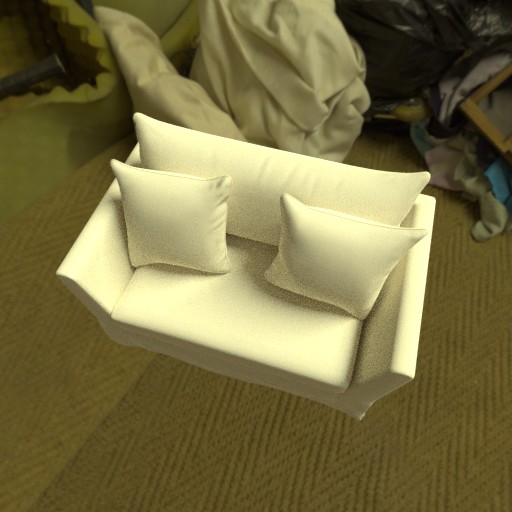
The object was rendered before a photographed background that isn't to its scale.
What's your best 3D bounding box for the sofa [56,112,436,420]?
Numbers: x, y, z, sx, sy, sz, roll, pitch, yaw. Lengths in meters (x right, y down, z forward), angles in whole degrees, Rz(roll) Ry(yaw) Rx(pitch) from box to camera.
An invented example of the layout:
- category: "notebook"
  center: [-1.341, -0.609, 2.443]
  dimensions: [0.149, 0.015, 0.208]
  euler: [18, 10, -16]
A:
- category: "sofa"
  center: [0.000, 0.000, 2.292]
  dimensions: [1.608, 1.039, 1.026]
  euler: [15, 59, 9]
